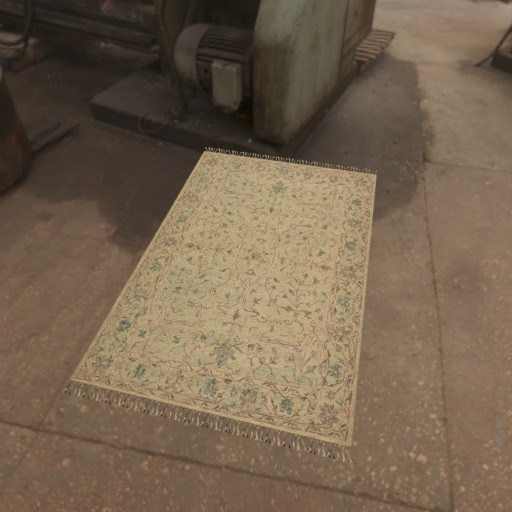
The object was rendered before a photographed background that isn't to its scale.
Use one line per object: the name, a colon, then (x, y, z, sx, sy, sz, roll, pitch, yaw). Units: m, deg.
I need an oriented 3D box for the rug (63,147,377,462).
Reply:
rug: (0.000, 0.000, 3.037, 1.544, 0.010, 2.435, 10, 47, 10)
